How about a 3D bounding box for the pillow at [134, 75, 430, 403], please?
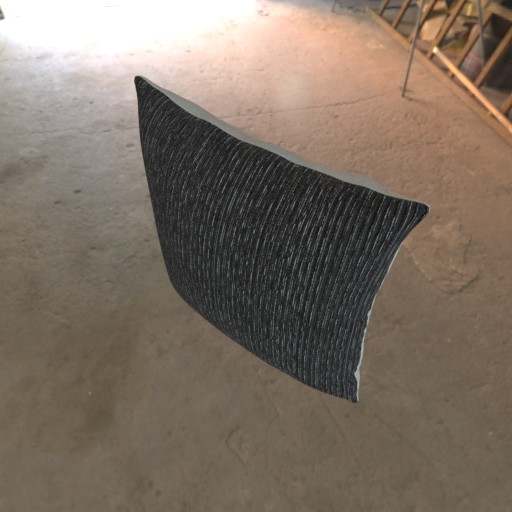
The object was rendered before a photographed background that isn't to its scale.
[{"bbox_3d":[0.000,0.000,0.672,0.433,0.434,0.196,31,55,25],"label":"pillow"}]
